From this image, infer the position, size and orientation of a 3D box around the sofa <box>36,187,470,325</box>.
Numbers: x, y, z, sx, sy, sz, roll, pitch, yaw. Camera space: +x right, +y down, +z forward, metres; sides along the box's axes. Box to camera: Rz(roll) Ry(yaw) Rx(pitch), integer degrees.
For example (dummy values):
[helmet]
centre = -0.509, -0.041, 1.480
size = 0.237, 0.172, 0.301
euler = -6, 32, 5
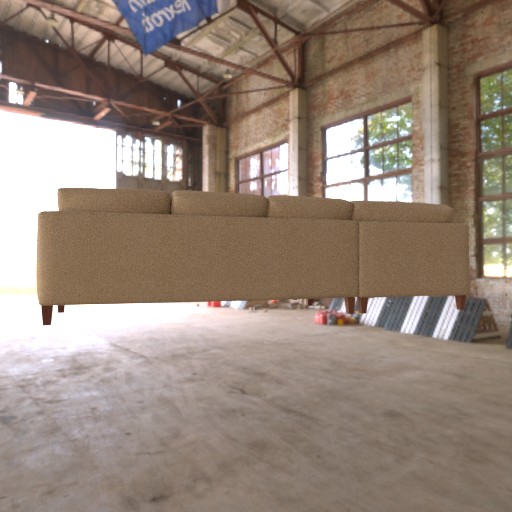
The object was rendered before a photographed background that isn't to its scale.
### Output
[sofa]
centre = 0.000, 0.000, 3.789
size = 3.201, 0.876, 1.502
euler = 0, -1, -17
